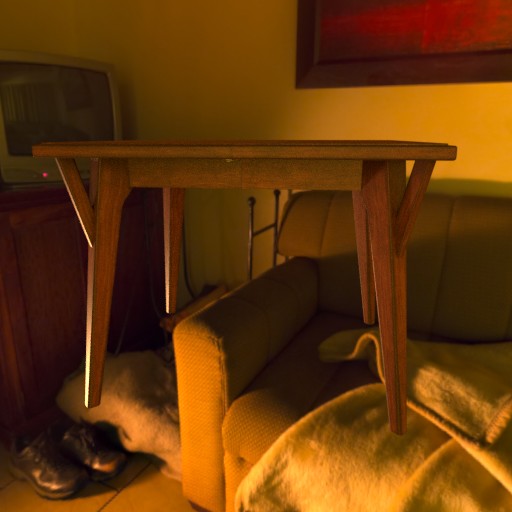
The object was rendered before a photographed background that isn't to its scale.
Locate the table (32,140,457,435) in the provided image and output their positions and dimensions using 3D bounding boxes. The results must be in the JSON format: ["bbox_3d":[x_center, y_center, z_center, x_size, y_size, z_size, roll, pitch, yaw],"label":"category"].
[{"bbox_3d":[0.000,0.000,1.515,0.991,0.761,0.838,2,15,8],"label":"table"}]
